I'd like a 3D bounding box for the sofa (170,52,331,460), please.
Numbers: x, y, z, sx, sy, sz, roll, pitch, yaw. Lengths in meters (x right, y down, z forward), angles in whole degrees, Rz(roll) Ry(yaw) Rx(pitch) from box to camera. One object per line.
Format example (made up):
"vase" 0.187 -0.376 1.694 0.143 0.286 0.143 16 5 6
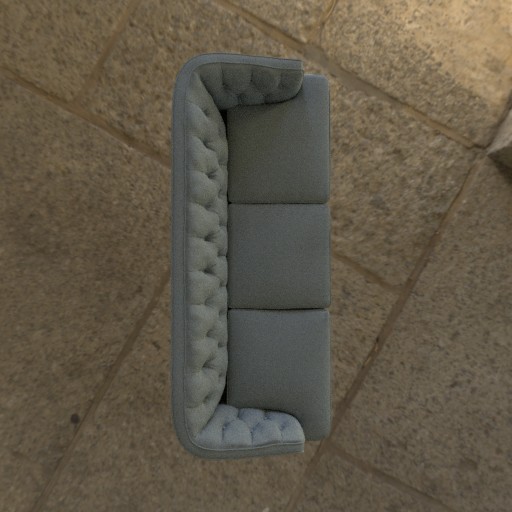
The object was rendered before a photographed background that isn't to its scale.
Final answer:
"sofa" 0.000 0.000 2.765 0.941 0.855 2.278 0 89 -2
